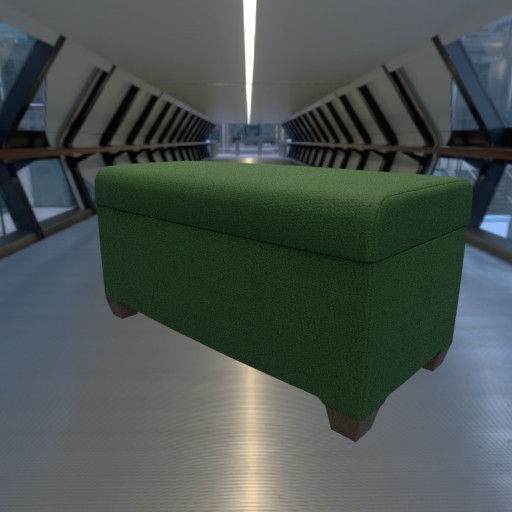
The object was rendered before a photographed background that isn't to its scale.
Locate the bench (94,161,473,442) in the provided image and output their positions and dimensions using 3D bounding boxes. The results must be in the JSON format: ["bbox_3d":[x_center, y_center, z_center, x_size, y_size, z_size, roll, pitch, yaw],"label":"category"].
[{"bbox_3d":[0.000,0.000,1.260,0.989,0.501,0.505,14,21,42],"label":"bench"}]
